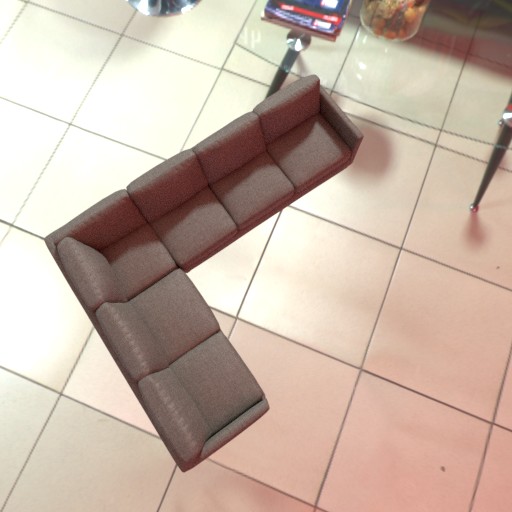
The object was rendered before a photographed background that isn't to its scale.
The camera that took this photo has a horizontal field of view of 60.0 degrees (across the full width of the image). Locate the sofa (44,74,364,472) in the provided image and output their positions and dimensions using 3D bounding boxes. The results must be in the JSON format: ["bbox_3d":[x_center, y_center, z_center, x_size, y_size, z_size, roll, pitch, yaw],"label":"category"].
[{"bbox_3d":[0.000,0.000,4.493,3.302,0.947,2.593,-34,77,-9],"label":"sofa"}]
